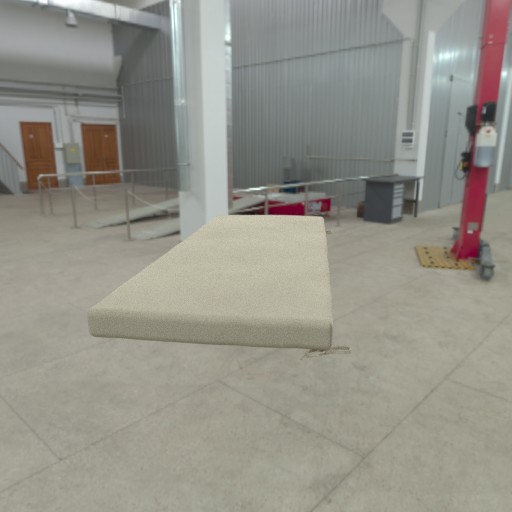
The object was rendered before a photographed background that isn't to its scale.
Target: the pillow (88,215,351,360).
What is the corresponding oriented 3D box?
[{"bbox_3d":[0.000,0.000,1.342,0.492,0.081,1.187,2,14,7],"label":"pillow"}]
